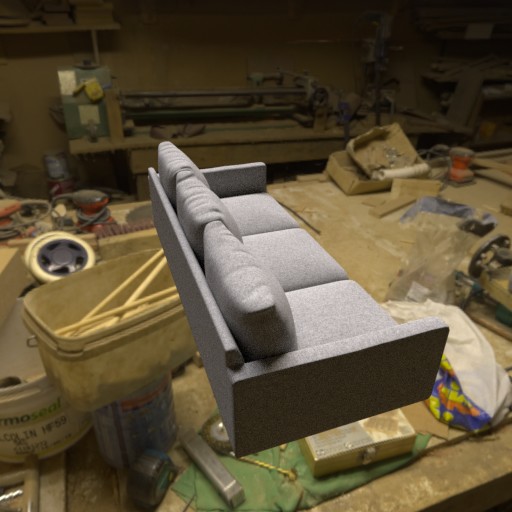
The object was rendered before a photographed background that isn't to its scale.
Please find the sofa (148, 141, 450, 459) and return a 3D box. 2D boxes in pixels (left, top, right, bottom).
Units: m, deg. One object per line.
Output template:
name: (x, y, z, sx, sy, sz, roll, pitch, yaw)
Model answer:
sofa: (0.000, 0.000, 2.384, 0.850, 0.830, 2.000, -10, 32, -17)
